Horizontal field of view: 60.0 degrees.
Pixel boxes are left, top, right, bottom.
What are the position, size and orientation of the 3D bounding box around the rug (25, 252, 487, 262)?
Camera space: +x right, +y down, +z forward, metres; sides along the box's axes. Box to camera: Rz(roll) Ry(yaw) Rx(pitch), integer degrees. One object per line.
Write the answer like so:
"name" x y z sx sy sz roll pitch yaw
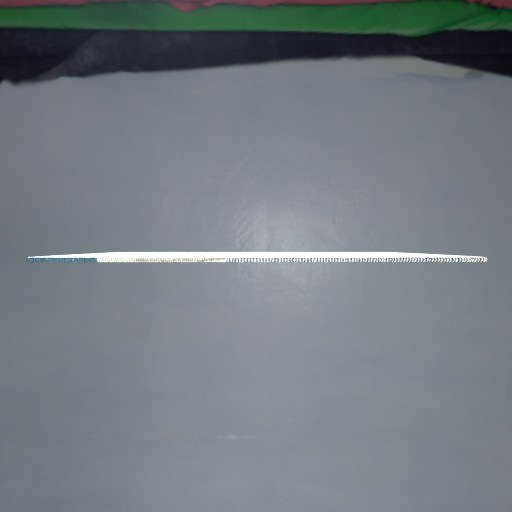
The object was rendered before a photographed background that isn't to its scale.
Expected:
"rug" 0.000 0.000 2.379 1.847 0.020 1.238 0 1 -1
